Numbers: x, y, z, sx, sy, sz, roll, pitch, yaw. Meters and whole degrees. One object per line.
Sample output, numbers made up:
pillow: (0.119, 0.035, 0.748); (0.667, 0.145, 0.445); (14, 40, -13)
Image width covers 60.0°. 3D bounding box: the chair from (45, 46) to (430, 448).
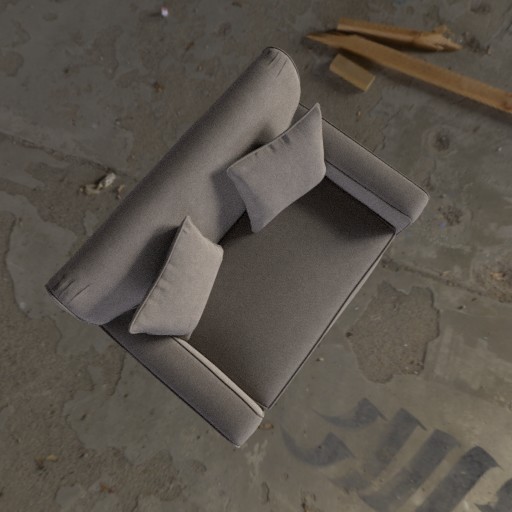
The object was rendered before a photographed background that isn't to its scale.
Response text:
chair: (0.000, 0.000, 2.092); (0.992, 0.953, 1.395); (38, 80, 8)
